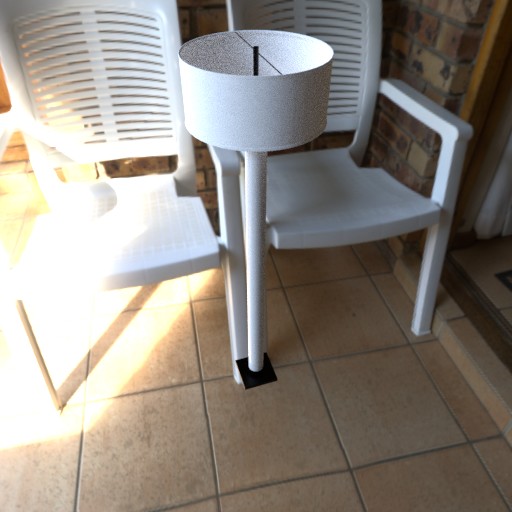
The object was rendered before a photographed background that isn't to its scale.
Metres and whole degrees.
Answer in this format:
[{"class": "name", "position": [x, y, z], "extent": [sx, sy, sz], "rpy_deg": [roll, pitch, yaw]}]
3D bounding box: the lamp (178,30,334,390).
[{"class": "lamp", "position": [0.000, 0.000, 1.667], "extent": [0.420, 1.475, 0.420], "rpy_deg": [-12, 42, -14]}]
